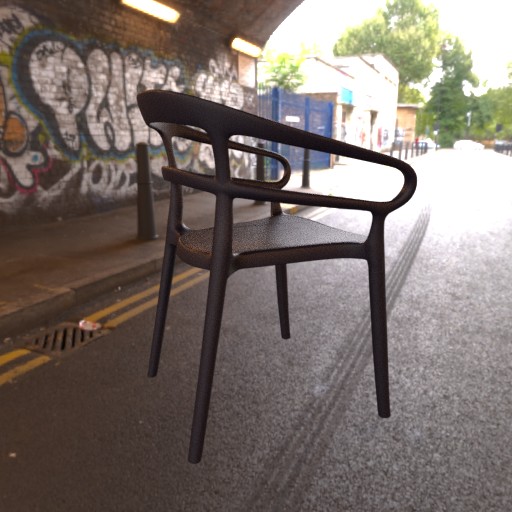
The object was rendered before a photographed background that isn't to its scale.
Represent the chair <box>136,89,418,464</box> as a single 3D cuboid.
[{"bbox_3d":[0.000,0.000,1.120,0.527,0.761,0.559,-7,16,-25],"label":"chair"}]
